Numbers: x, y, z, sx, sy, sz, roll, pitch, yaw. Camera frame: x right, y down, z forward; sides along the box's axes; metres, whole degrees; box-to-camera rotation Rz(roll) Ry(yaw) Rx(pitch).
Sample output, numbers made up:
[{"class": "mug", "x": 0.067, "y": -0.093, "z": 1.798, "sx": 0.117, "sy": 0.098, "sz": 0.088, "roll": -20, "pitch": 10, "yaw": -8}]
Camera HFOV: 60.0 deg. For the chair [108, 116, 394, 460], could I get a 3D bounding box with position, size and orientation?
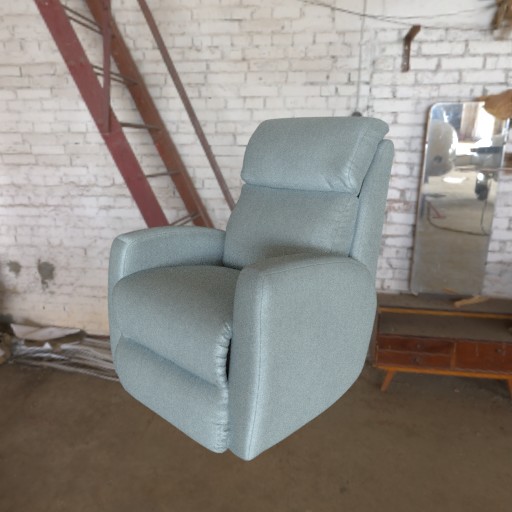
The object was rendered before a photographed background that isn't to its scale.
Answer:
[{"class": "chair", "x": 0.000, "y": 0.000, "z": 1.672, "sx": 0.794, "sy": 1.016, "sz": 0.940, "roll": 14, "pitch": 21, "yaw": 41}]
